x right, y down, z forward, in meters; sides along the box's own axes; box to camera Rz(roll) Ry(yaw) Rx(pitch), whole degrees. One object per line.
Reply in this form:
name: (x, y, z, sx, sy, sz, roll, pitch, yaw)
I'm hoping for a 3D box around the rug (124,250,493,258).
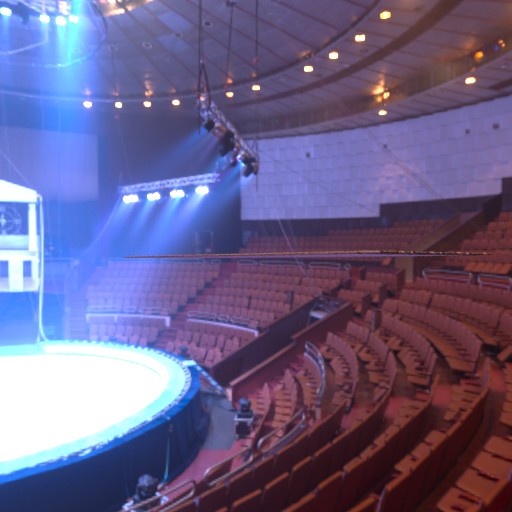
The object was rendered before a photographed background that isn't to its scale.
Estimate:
rug: (0.000, 0.000, 2.673, 0.769, 0.013, 2.440, 0, -1, -36)
